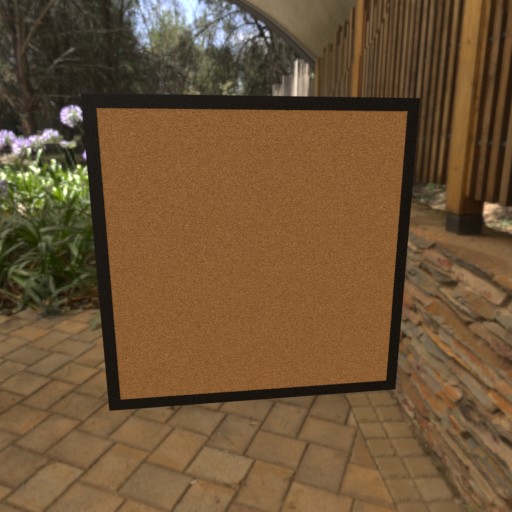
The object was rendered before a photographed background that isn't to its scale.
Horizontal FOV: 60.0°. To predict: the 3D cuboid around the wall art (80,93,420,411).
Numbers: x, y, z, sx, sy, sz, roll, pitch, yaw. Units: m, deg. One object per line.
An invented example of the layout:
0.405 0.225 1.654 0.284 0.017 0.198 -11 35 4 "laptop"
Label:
0.000 0.000 0.449 0.305 0.304 0.038 -2 14 -7 "wall art"
